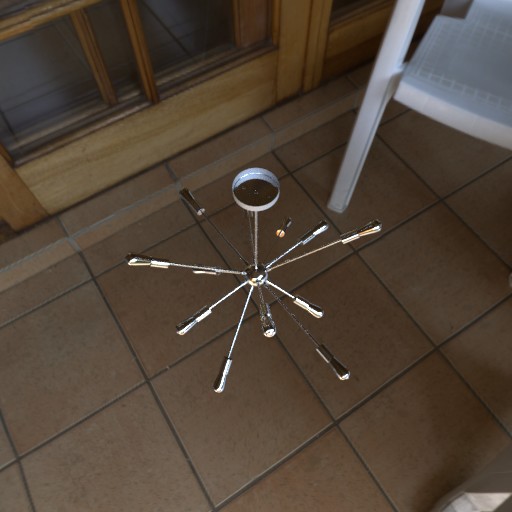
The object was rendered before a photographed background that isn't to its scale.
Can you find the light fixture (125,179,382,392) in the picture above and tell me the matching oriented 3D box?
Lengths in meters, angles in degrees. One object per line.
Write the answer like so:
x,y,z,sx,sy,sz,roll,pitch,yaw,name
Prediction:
0.000,0.000,1.059,0.509,0.558,0.684,-36,68,-16,light fixture
